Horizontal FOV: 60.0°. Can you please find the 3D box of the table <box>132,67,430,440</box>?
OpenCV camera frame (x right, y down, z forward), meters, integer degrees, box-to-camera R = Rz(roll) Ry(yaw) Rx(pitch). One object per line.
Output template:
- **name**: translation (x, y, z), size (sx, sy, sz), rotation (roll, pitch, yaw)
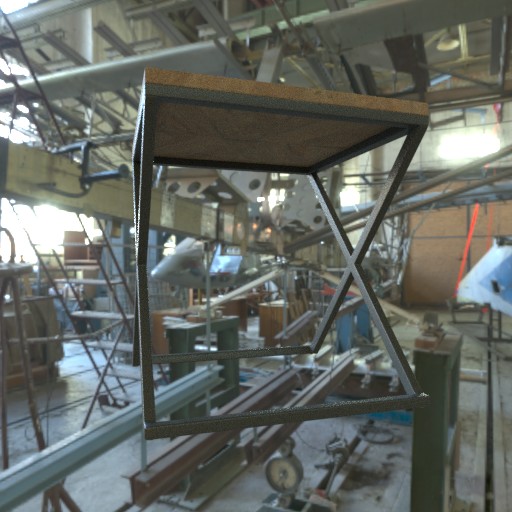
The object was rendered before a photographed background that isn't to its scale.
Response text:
- **table**: translation (0.000, 0.000, 0.956), size (0.499, 0.550, 0.498), rotation (0, -1, -18)
